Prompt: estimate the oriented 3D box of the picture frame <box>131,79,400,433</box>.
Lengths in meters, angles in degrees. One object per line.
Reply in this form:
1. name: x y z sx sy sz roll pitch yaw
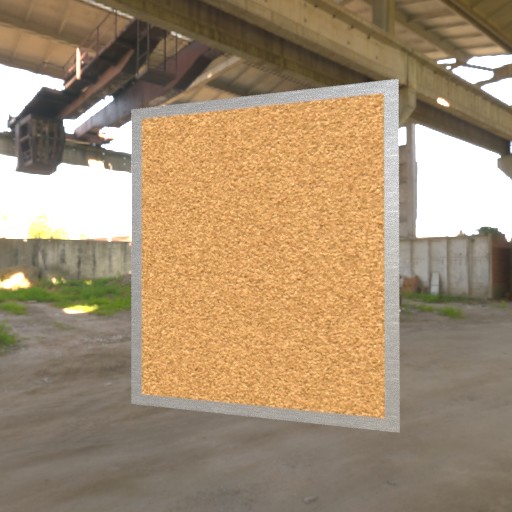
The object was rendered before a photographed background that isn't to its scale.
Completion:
1. picture frame: 0.000 0.000 0.533 0.327 0.378 0.027 0 -1 17
